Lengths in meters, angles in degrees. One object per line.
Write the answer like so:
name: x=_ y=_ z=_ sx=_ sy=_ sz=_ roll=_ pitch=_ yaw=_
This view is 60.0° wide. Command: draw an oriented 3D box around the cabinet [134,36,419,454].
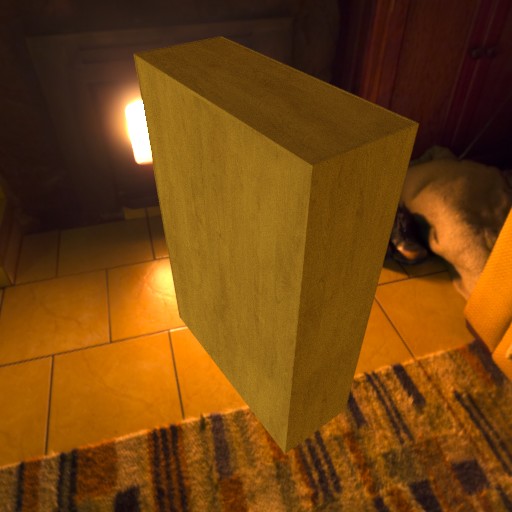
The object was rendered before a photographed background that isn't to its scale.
cabinet: x=0.000 y=0.000 z=2.464 sx=0.510 sy=1.910 sz=1.290 roll=-25 pitch=47 yaw=-26
